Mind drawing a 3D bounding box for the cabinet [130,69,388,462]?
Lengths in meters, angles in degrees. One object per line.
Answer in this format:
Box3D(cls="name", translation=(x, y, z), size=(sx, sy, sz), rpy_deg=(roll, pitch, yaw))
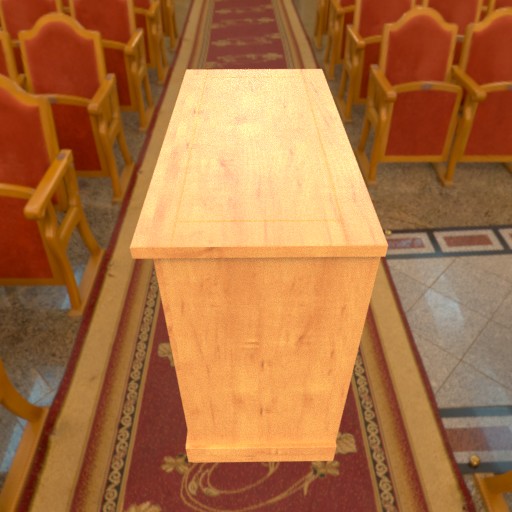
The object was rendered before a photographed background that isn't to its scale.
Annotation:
Box3D(cls="cabinet", translation=(0.000, 0.000, 1.394), size=(0.450, 0.840, 0.920), rpy_deg=(0, 41, -1))
